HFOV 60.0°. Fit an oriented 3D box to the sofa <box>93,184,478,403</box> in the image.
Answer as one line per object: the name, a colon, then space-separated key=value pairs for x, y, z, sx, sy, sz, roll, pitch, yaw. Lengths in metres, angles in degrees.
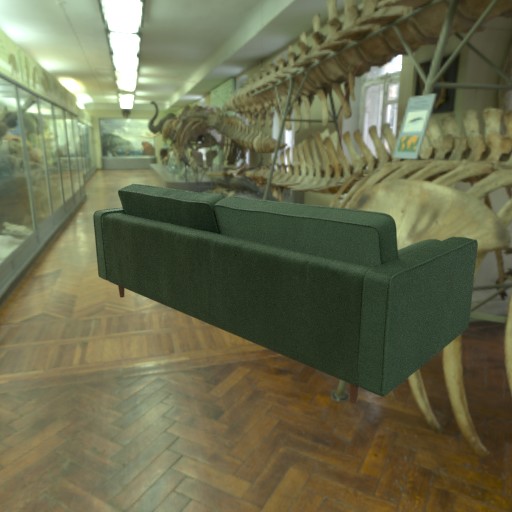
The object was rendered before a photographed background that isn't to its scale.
sofa: x=0.000 y=0.000 z=2.627 sx=2.199 sy=0.769 sz=0.918 roll=13 pitch=20 yaw=42
